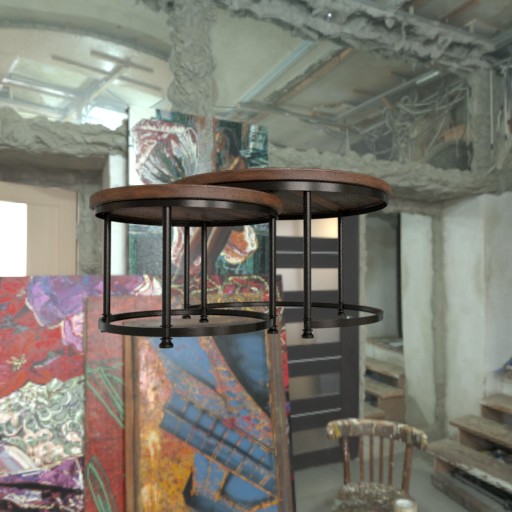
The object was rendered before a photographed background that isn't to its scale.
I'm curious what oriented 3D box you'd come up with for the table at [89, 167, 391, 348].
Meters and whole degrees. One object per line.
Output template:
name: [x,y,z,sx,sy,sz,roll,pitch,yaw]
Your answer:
table: [0.000,0.000,1.641,0.870,0.516,1.152,-1,-2,36]
